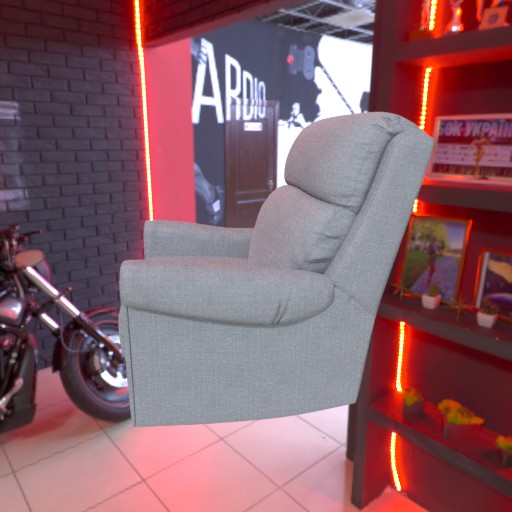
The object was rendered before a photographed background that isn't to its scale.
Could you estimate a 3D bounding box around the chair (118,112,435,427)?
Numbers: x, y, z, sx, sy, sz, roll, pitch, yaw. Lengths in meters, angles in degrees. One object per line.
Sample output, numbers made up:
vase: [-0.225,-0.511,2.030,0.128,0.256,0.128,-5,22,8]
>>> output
chair: [0.000,0.000,1.736,1.014,1.054,0.838,-2,15,-8]
